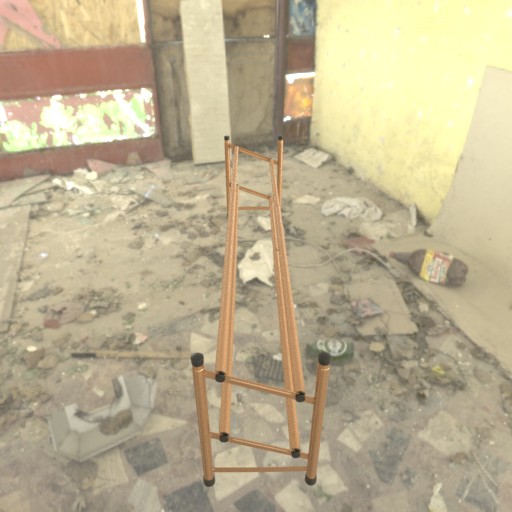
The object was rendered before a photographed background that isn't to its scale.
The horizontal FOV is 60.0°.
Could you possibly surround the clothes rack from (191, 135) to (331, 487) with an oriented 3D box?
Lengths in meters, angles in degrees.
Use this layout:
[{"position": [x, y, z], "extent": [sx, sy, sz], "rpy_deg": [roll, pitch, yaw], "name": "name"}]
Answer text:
[{"position": [0.000, 0.000, 1.285], "extent": [0.229, 0.349, 1.168], "rpy_deg": [0, 32, -1], "name": "clothes rack"}]
